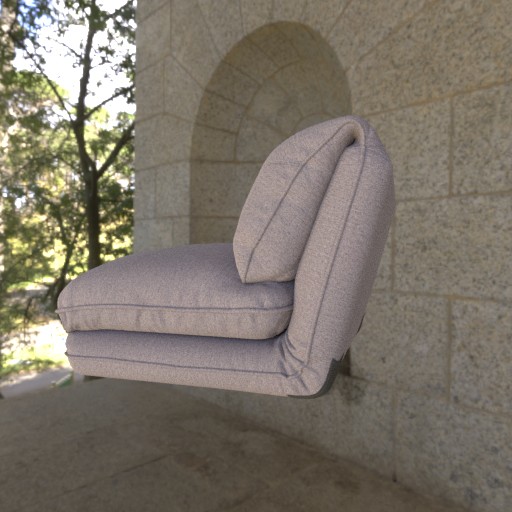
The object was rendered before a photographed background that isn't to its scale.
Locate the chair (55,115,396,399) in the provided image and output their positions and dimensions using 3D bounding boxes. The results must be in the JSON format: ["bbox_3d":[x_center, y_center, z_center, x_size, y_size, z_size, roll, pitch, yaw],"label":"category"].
[{"bbox_3d":[0.000,0.000,1.307,0.780,0.580,0.820,0,1,18],"label":"chair"}]
